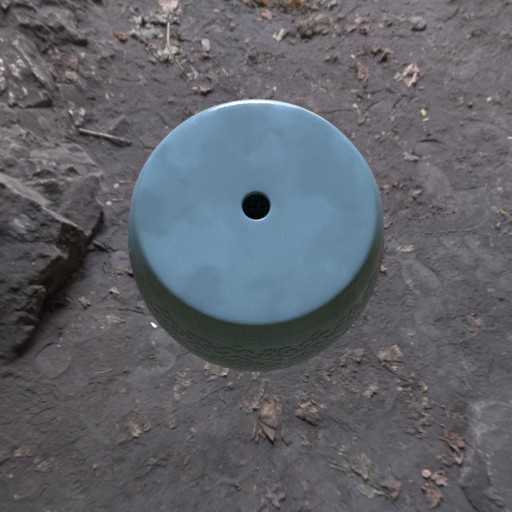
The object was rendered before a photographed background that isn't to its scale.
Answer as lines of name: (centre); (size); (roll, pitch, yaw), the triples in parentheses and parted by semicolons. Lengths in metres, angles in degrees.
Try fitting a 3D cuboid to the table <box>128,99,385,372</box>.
table: (0.000, 0.000, 0.610); (0.309, 0.397, 0.309); (0, 76, 0)
